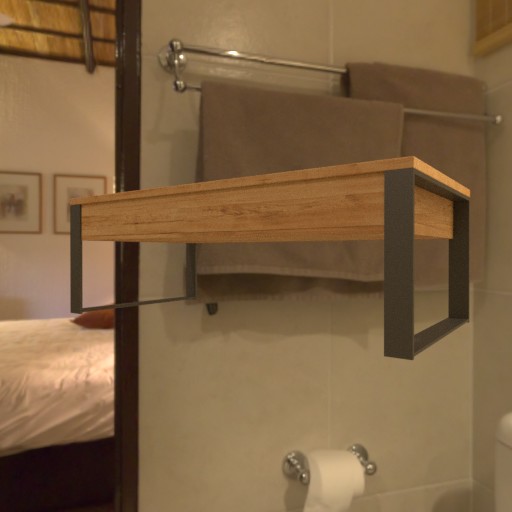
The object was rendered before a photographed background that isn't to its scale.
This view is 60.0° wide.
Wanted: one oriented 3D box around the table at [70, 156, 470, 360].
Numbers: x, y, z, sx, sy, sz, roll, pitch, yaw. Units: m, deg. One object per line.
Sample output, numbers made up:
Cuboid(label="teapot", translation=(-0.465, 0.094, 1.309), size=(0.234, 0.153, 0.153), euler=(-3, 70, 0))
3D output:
Cuboid(label="table", translation=(0.000, 0.000, 1.450), size=(1.180, 0.400, 0.590), euler=(0, 1, 36))
